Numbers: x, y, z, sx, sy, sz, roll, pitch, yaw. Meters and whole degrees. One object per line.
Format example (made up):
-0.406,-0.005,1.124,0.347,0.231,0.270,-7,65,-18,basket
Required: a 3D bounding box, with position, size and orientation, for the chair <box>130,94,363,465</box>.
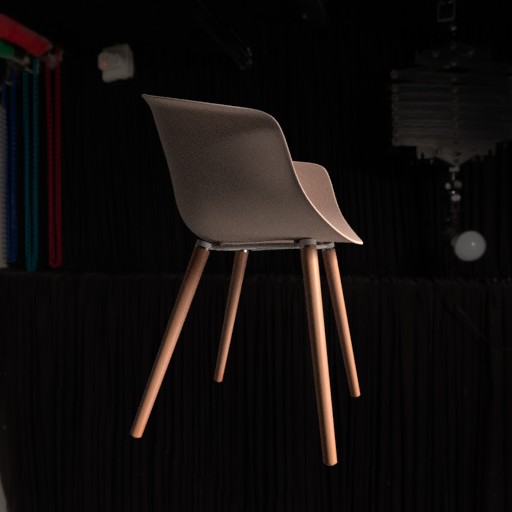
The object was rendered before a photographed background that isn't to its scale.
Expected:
0.000,0.000,1.095,0.504,0.781,0.593,0,1,19,chair
